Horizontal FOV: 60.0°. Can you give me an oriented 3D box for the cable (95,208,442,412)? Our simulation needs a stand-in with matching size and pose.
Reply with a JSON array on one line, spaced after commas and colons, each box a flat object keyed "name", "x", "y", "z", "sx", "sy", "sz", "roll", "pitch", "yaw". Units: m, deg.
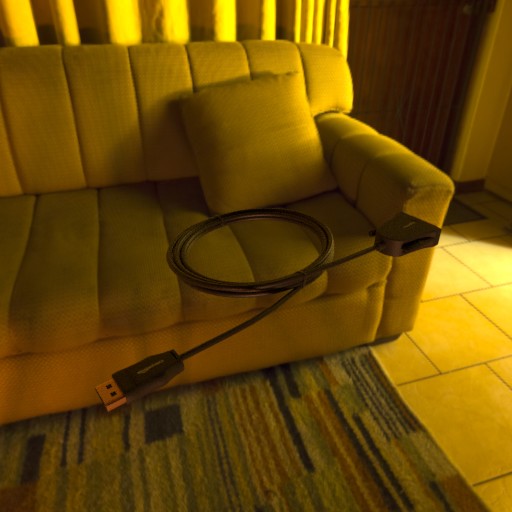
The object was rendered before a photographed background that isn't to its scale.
[{"name": "cable", "x": 0.000, "y": 0.000, "z": 0.330, "sx": 0.281, "sy": 0.015, "sz": 0.136, "roll": -22, "pitch": 38, "yaw": -31}]
